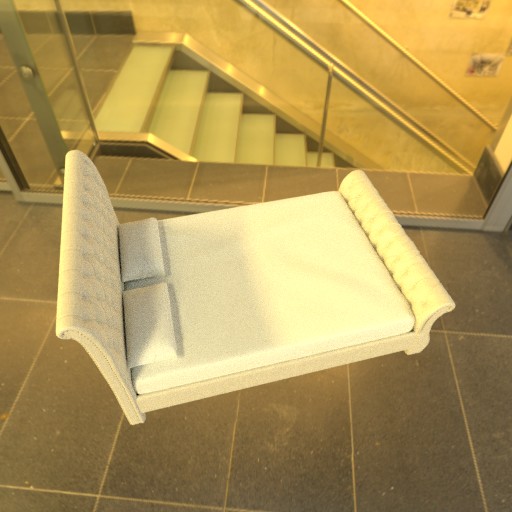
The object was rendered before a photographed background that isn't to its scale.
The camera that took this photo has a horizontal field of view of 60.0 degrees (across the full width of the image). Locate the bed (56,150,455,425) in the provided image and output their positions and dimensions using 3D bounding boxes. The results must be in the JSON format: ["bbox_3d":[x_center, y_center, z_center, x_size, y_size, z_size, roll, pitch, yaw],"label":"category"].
[{"bbox_3d":[0.000,0.000,3.394,2.493,1.268,1.606,-11,48,-10],"label":"bed"}]
